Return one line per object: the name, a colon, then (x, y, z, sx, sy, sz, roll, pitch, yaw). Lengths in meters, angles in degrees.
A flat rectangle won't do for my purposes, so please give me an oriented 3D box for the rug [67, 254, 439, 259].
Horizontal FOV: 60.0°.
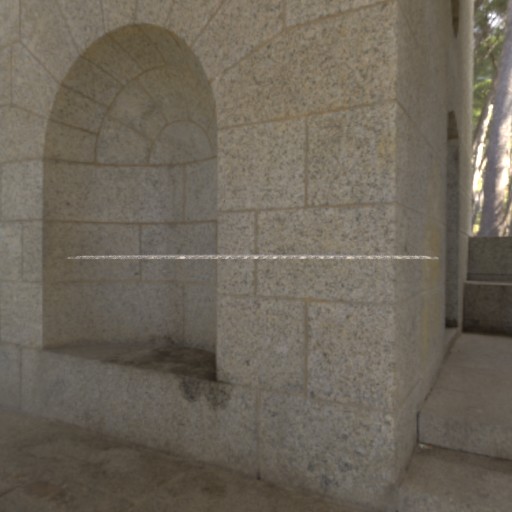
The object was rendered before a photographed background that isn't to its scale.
rug: (0.000, 0.000, 3.064, 1.548, 0.013, 2.486, 0, 0, 1)
